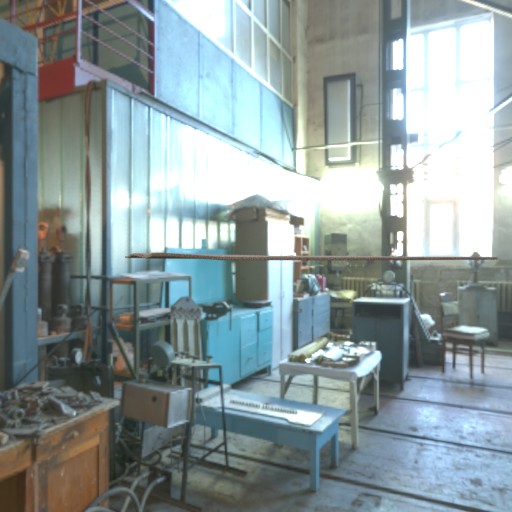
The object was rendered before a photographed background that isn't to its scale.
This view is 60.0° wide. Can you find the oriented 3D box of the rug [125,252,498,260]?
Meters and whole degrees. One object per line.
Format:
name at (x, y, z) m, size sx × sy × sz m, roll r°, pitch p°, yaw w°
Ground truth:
rug at (0.000, 0.000, 2.256) m, size 1.230 × 0.025 × 1.837 m, roll 0°, pitch 0°, yaw -19°
